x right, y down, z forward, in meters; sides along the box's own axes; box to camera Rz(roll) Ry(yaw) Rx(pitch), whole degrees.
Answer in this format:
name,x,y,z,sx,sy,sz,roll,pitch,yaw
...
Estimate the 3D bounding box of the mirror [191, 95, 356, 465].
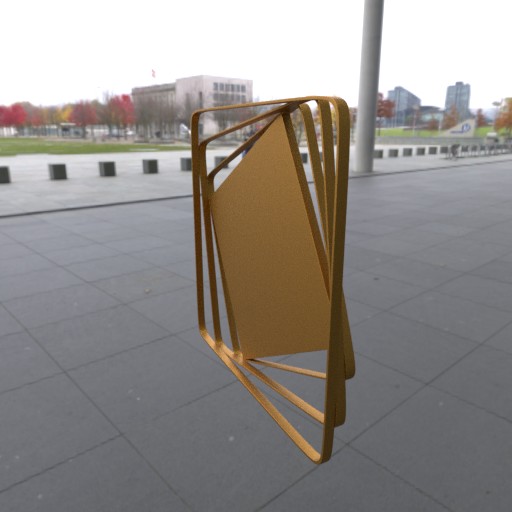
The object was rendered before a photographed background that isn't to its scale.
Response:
name,x,y,z,sx,sy,sz,roll,pitch,yaw
mirror,0.000,0.000,0.715,0.045,0.468,0.470,-8,18,-26
